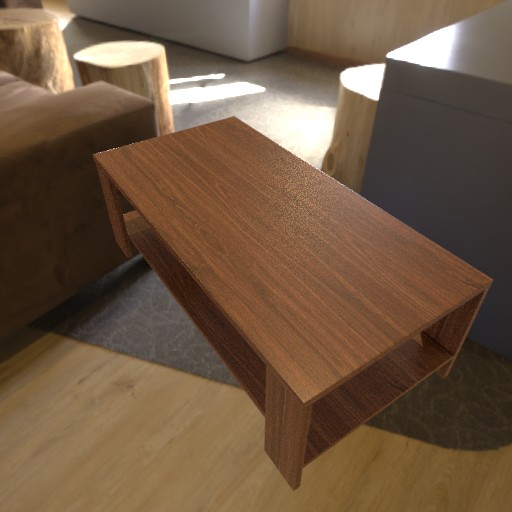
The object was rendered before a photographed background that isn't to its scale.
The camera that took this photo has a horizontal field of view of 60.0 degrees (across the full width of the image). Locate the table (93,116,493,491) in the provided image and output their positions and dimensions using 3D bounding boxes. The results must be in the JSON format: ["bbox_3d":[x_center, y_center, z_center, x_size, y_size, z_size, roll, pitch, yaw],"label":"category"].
[{"bbox_3d":[0.000,0.000,1.472,0.600,0.400,1.200,-24,46,-25],"label":"table"}]
